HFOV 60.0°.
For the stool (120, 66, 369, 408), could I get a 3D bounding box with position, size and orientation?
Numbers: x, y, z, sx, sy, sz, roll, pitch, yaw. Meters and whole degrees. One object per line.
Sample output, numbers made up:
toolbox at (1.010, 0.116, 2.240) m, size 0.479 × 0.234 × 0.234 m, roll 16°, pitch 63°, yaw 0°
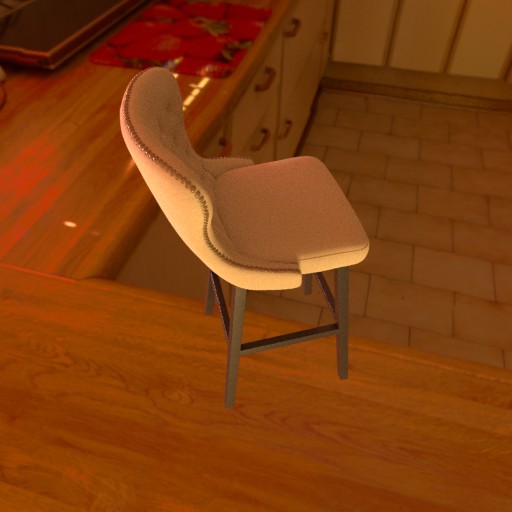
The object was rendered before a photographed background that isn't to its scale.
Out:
stool at (0.000, 0.000, 1.382) m, size 0.605 × 1.066 × 0.528 m, roll -11°, pitch 48°, yaw -10°
